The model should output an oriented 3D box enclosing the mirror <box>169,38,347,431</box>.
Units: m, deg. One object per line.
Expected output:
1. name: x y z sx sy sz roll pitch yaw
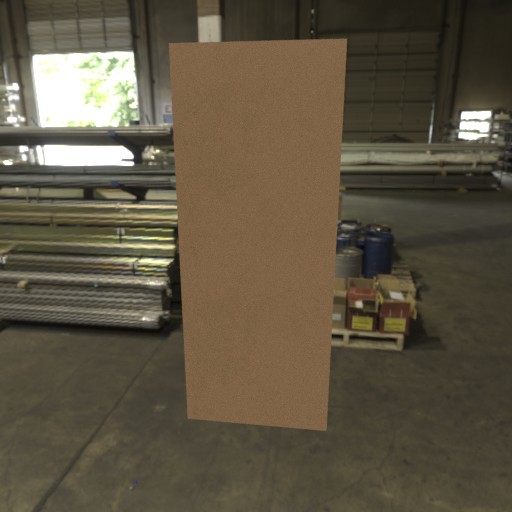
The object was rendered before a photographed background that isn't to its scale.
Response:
1. mirror: 0.000 0.000 2.299 0.812 2.031 0.026 2 16 8
